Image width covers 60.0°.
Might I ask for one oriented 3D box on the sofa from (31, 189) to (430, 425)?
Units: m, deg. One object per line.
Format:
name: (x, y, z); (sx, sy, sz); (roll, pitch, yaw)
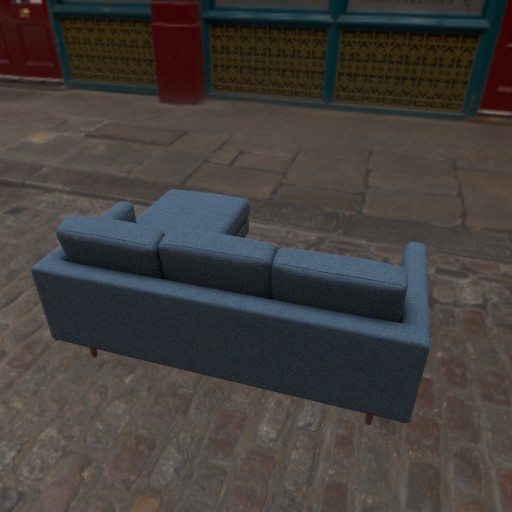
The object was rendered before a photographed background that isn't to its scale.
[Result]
sofa: (0.000, 0.000, 2.917); (2.055, 0.957, 1.667); (9, 33, 14)
